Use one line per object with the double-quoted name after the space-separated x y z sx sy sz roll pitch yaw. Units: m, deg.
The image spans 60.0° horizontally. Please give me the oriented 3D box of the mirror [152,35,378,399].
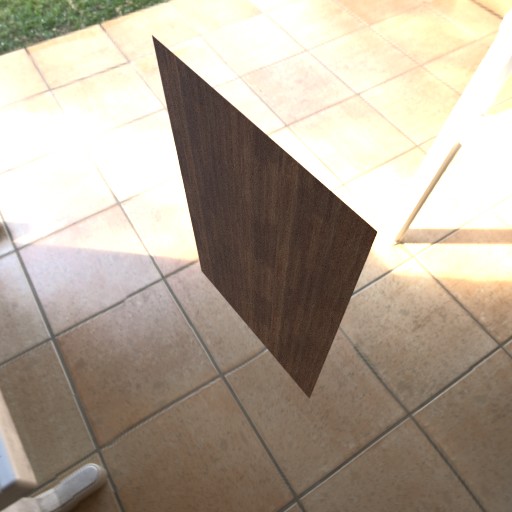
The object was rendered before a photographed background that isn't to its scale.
0.000 0.000 1.244 0.047 1.010 0.651 -34 64 -19 "mirror"
